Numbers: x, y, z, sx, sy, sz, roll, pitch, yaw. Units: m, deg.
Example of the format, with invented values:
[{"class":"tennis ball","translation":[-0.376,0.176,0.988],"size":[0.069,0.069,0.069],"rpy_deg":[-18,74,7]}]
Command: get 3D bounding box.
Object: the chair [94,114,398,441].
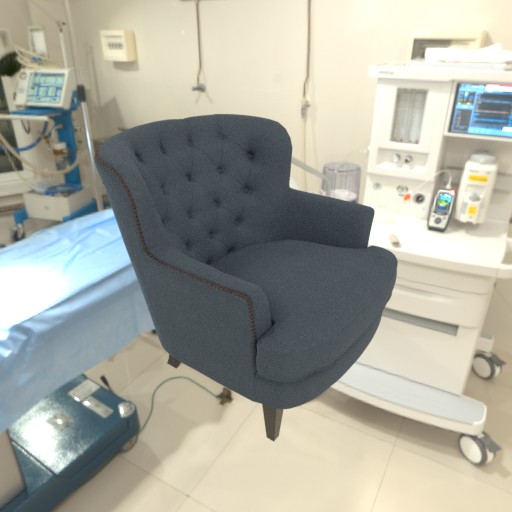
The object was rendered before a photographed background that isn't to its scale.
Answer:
[{"class":"chair","translation":[0.000,0.000,1.600],"size":[0.906,0.868,0.848],"rpy_deg":[19,32,32]}]
